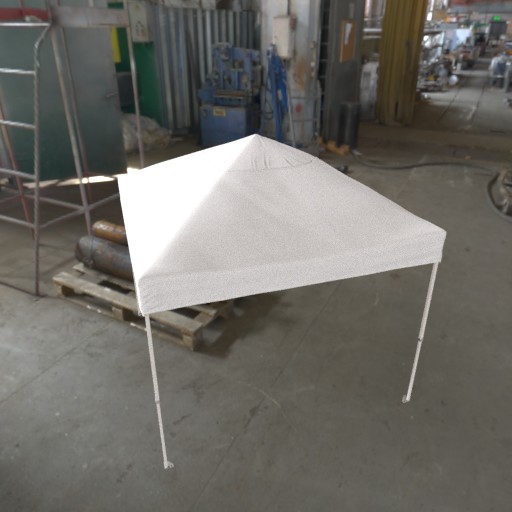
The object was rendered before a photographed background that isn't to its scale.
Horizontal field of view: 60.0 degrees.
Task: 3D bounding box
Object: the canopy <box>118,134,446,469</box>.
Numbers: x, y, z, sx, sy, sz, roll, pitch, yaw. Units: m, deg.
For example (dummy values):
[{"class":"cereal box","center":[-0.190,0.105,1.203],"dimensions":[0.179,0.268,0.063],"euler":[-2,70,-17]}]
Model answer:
[{"class":"canopy","center":[0.000,0.000,5.531],"dimensions":[2.996,2.997,2.998],"euler":[-9,29,-16]}]
